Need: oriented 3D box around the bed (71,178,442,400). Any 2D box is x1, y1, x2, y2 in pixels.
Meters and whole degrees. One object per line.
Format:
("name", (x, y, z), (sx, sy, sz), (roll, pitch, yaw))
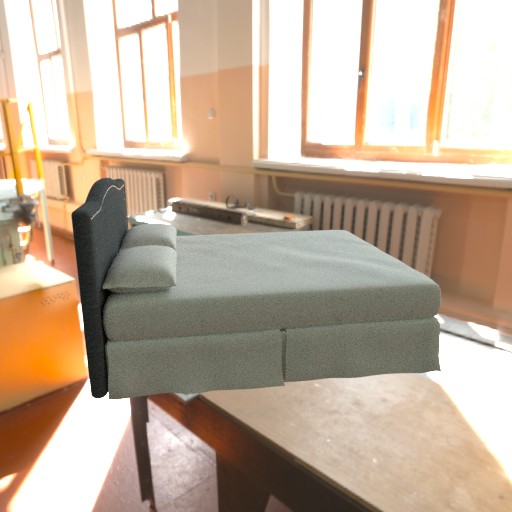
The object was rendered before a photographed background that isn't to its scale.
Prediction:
("bed", (0.000, 0.000, 4.096), (2.689, 1.457, 2.161), (-3, 16, -9))
